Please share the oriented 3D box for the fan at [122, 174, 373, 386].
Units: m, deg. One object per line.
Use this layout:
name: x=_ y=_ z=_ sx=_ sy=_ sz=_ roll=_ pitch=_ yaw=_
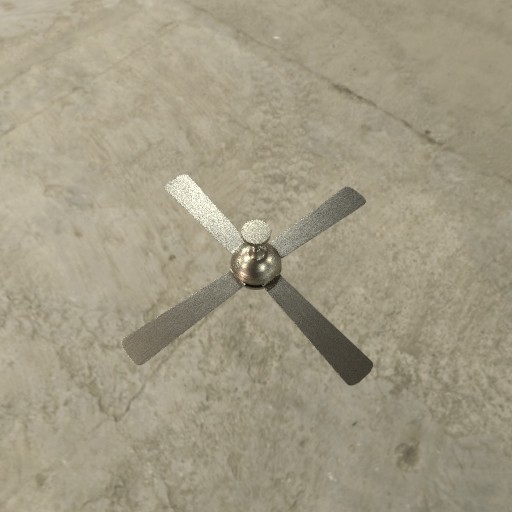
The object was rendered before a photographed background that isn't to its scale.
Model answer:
fan: x=0.000 y=0.000 z=2.014 sx=1.321 sy=0.381 sz=1.321 roll=-16 pitch=59 yaw=-10
